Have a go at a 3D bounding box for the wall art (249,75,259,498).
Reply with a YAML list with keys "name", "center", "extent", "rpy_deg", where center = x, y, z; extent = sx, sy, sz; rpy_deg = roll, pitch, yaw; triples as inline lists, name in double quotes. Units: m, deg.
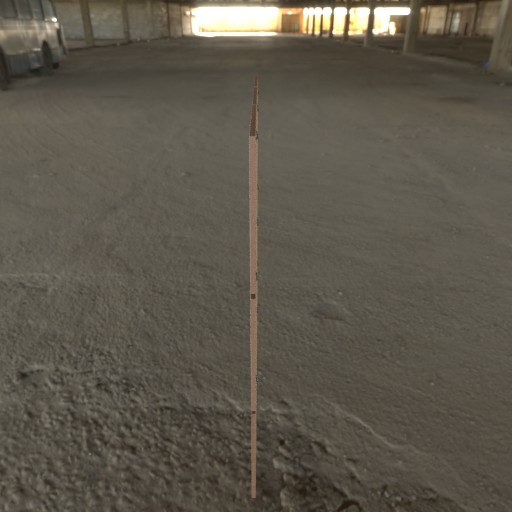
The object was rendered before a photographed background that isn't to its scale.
- name: "wall art"
  center: [0.000, 0.000, 1.764]
  extent: [0.019, 1.218, 1.221]
  rpy_deg: [0, 28, 0]
